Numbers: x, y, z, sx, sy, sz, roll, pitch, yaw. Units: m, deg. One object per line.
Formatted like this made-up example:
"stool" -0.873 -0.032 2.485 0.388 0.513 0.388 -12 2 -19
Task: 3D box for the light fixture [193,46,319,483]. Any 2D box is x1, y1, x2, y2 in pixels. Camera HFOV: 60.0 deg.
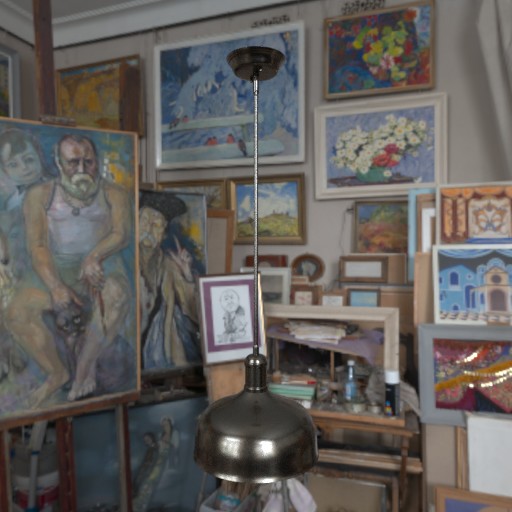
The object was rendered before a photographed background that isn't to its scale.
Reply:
"light fixture" 0.000 0.000 1.060 0.299 0.935 0.299 0 0 -19
